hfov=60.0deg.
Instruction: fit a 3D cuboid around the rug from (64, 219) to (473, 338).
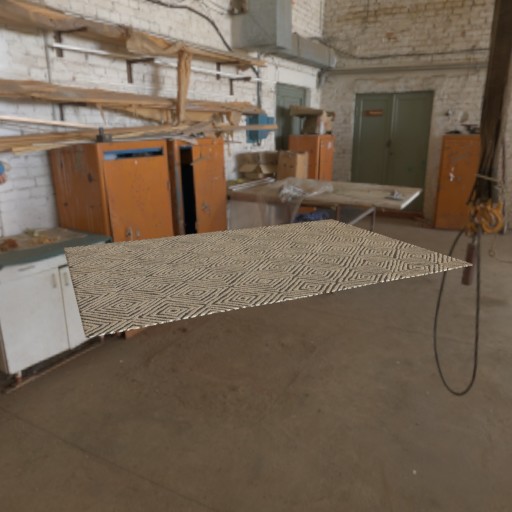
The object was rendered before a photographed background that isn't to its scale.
[{"bbox_3d":[0.000,0.000,2.261,1.750,0.004,1.177,-8,18,-25],"label":"rug"}]
